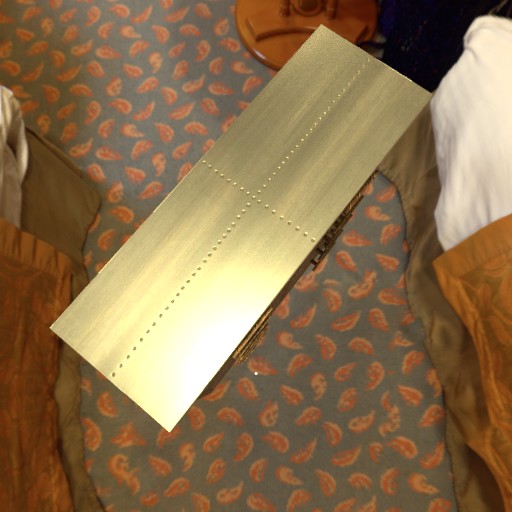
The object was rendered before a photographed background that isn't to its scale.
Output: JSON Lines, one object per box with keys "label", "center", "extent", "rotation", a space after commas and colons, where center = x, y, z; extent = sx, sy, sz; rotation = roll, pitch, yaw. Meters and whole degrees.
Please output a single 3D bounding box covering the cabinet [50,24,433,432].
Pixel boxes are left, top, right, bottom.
{"label": "cabinet", "center": [0.000, 0.000, 1.440], "extent": [0.338, 0.919, 0.968], "rotation": [37, 78, 9]}
